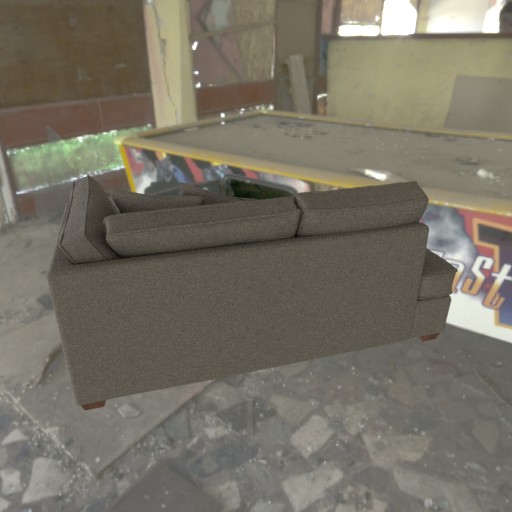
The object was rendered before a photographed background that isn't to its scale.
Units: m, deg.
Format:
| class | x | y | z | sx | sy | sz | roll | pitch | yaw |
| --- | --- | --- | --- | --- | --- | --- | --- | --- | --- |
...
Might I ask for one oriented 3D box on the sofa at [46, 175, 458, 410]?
| class | x | y | z | sx | sy | sz | roll | pitch | yaw |
| --- | --- | --- | --- | --- | --- | --- | --- | --- | --- |
| sofa | 0.000 | 0.000 | 2.811 | 2.237 | 1.033 | 1.110 | -7 | 27 | -15 |
